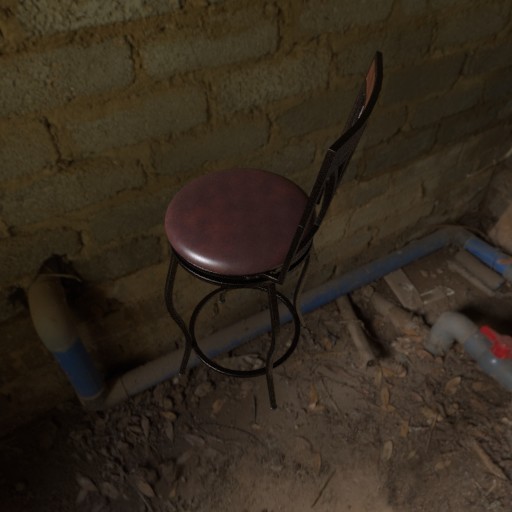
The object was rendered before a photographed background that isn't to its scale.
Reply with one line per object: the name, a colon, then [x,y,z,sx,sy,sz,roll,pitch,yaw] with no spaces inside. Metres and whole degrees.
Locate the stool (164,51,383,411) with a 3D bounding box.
stool: [0.000,0.000,1.342,0.514,1.117,0.433,16,49,14]
